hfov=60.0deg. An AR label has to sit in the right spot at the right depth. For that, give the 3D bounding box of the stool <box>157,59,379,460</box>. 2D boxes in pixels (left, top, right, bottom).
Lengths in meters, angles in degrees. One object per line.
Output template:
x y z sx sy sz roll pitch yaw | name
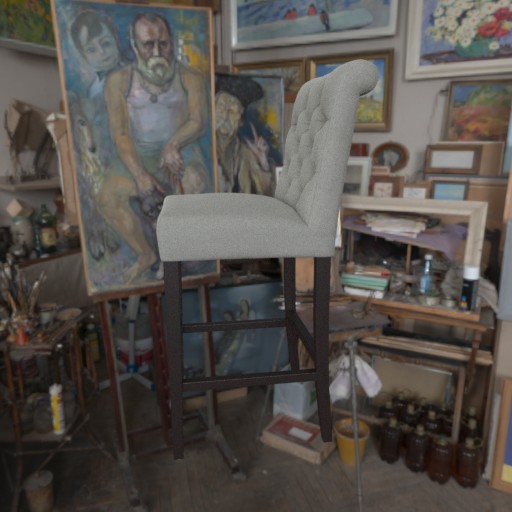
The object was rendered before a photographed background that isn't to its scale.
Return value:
0.000 0.000 1.453 0.601 1.140 0.493 -2 15 -9 | stool
